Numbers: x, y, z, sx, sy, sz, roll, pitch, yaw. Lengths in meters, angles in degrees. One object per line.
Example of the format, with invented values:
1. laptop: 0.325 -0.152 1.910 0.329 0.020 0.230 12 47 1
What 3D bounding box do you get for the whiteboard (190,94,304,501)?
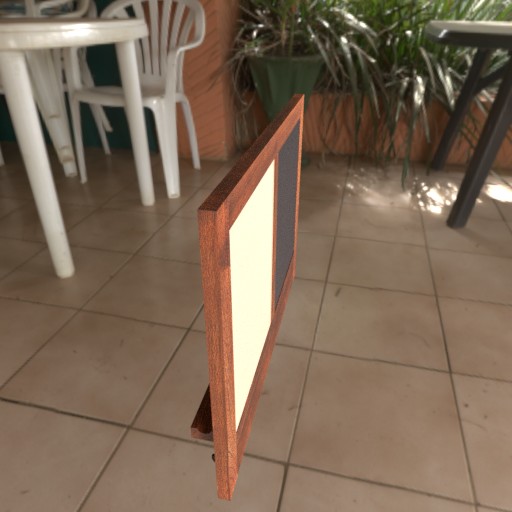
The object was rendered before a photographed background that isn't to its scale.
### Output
1. whiteboard: 0.000 0.000 0.972 0.083 0.553 0.768 6 30 11
